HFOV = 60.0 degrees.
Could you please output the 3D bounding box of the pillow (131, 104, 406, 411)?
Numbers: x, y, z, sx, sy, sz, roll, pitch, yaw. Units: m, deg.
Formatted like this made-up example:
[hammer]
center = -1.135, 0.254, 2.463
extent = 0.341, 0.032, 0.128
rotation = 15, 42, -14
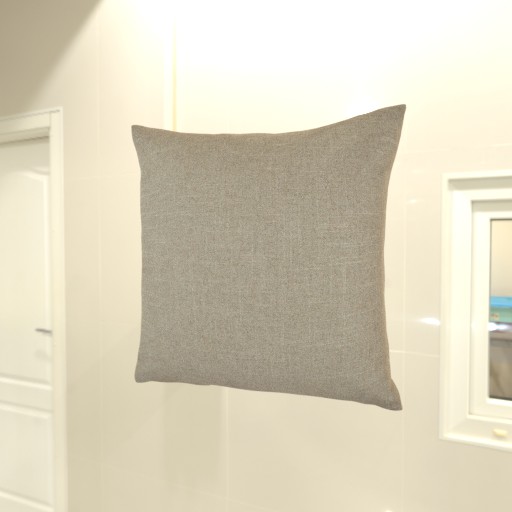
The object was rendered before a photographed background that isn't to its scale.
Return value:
[pillow]
center = 0.000, 0.000, 0.806
extent = 0.513, 0.511, 0.158
rotation = 1, 2, 17
